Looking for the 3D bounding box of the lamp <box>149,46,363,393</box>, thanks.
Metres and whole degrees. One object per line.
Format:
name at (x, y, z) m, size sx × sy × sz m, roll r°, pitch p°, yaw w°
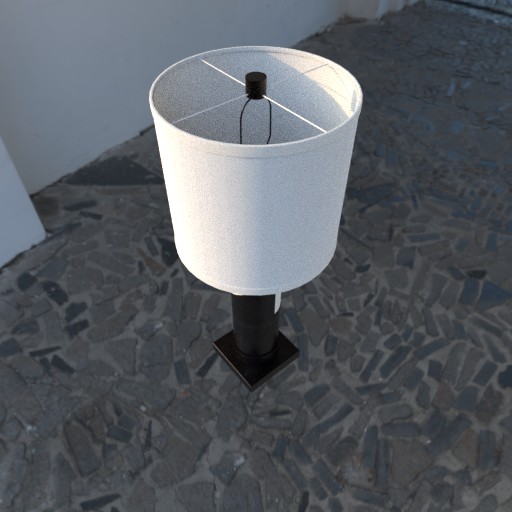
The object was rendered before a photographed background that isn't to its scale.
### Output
lamp at (0.000, 0.000, 0.617) m, size 0.211 × 0.509 × 0.211 m, roll -31°, pitch 54°, yaw -26°
